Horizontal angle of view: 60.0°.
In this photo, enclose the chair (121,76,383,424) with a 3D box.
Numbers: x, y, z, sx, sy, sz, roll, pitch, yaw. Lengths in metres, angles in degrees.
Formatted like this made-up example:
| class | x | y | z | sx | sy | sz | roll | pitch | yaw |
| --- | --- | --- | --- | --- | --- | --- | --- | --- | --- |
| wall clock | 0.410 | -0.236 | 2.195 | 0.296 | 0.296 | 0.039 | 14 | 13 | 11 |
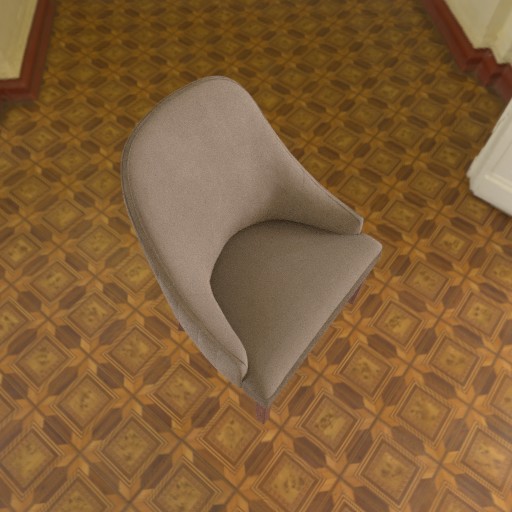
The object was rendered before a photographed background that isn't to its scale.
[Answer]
| class | x | y | z | sx | sy | sz | roll | pitch | yaw |
| --- | --- | --- | --- | --- | --- | --- | --- | --- | --- |
| chair | 0.000 | 0.000 | 1.347 | 0.575 | 0.889 | 0.643 | 34 | 64 | 19 |
